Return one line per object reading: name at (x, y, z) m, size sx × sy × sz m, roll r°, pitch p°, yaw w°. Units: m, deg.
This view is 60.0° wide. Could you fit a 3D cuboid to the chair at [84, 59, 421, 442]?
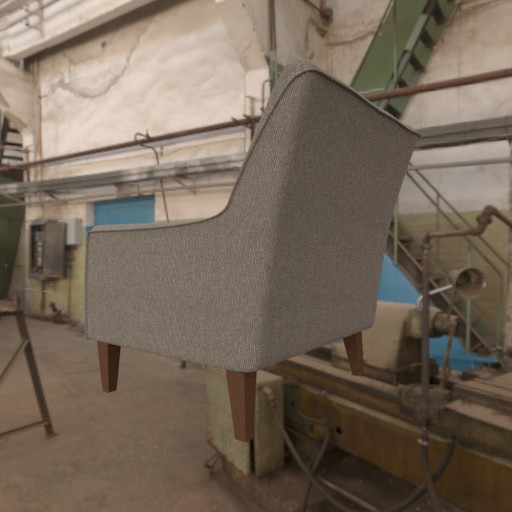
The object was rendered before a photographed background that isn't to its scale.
chair at (0.000, 0.000, 1.546) m, size 0.899 × 0.919 × 0.780 m, roll 1°, pitch 2°, yaw 37°
